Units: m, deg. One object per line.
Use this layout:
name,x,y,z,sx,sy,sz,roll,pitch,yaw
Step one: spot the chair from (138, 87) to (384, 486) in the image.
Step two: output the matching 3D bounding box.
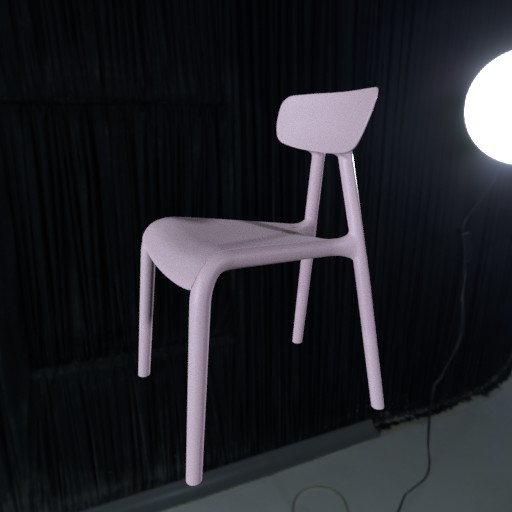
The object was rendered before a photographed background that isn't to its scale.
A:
chair,0.000,0.000,0.818,0.401,0.580,0.356,-8,18,-25
